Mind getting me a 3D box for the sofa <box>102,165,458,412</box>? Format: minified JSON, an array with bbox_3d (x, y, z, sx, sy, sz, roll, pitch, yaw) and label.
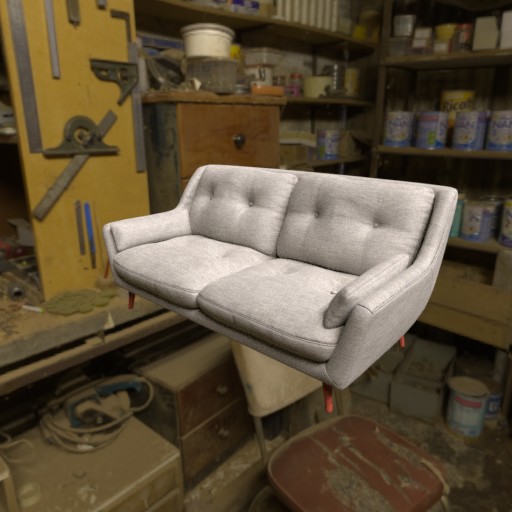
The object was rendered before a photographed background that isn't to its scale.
[{"bbox_3d":[0.000,0.000,2.511,1.930,0.897,0.976,15,23,41],"label":"sofa"}]
